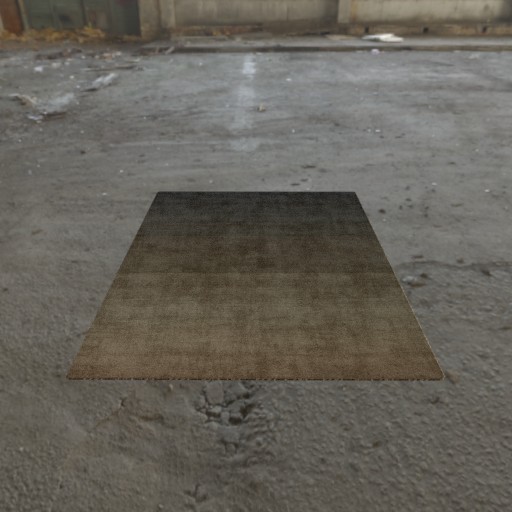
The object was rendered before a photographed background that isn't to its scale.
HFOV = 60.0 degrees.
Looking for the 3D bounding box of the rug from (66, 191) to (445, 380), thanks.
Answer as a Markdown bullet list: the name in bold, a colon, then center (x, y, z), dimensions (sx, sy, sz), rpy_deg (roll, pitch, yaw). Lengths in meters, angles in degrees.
- **rug**: center (0.000, 0.000, 3.912), dimensions (2.306, 0.017, 2.902), rpy_deg (0, 31, 0)
